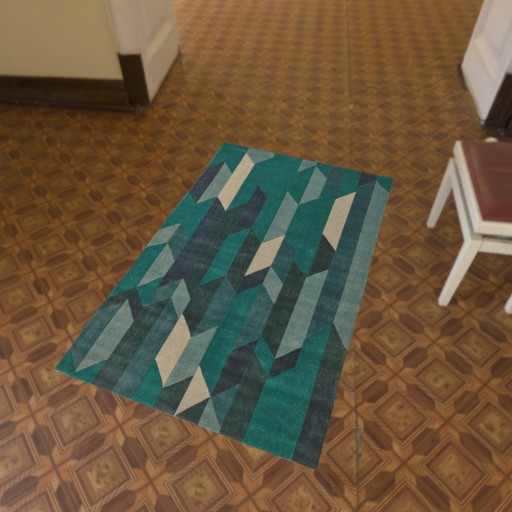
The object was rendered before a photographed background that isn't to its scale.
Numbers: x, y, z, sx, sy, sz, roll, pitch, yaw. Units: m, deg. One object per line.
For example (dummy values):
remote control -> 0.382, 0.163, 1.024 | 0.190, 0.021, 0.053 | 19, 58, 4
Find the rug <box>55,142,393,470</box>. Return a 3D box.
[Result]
rug -> 0.000, 0.000, 3.073 | 1.528, 0.005, 2.420 | 15, 49, 14
